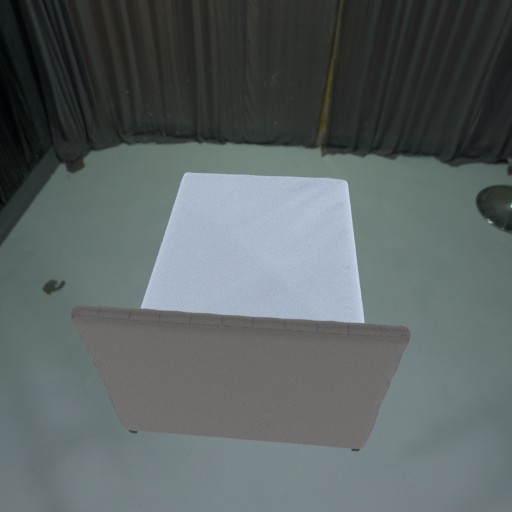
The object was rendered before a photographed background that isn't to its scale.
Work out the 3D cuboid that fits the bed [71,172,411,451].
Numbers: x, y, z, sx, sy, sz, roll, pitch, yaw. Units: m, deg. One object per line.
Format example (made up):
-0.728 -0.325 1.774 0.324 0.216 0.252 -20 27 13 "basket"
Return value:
0.000 0.000 3.463 1.698 1.427 2.387 3 46 3 "bed"
